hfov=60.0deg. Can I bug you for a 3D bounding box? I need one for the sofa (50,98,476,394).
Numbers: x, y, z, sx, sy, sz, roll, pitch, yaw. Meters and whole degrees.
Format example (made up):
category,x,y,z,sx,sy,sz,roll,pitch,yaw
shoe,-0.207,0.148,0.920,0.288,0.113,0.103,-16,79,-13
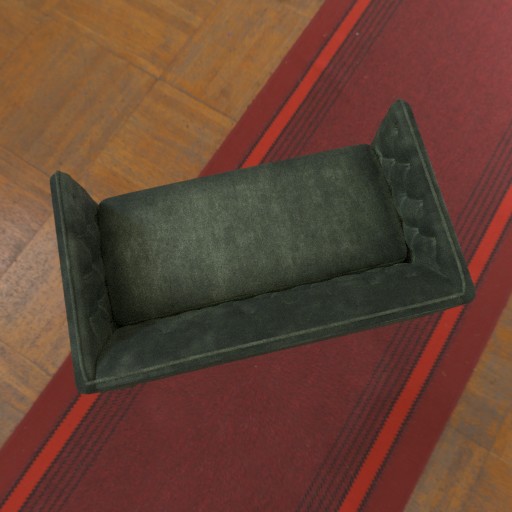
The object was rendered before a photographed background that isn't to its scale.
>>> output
category,x,y,z,sx,sy,sz,roll,pitch,yaw
sofa,0.000,0.000,2.067,1.537,0.768,0.895,-13,76,-3
